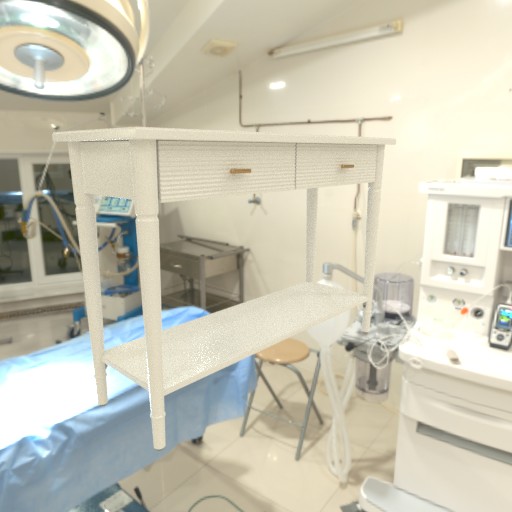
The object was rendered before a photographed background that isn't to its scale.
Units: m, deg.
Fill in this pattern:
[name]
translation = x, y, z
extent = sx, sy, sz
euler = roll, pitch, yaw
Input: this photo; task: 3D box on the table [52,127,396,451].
[table]
translation = 0.000, 0.000, 1.431
extent = 0.381, 0.749, 1.067
euler = 12, 18, 42
